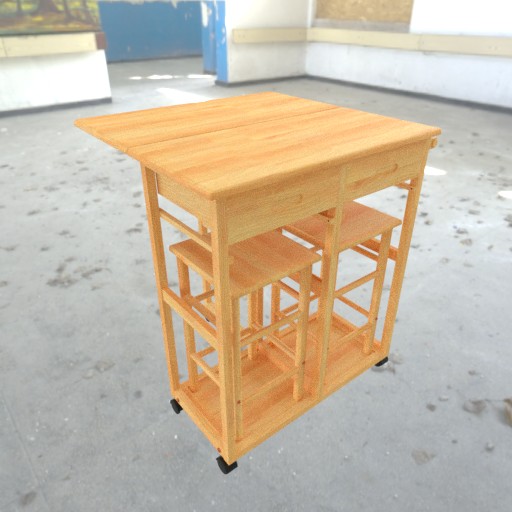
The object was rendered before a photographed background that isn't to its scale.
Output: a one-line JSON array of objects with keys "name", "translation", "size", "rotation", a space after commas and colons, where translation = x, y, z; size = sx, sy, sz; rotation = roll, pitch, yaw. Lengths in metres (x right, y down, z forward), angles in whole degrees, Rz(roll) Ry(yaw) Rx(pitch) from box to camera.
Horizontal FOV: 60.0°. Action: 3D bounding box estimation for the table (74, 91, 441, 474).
[{"name": "table", "translation": [0.000, 0.000, 1.406], "size": [0.752, 0.832, 0.693], "rotation": [-22, 36, -33]}]
